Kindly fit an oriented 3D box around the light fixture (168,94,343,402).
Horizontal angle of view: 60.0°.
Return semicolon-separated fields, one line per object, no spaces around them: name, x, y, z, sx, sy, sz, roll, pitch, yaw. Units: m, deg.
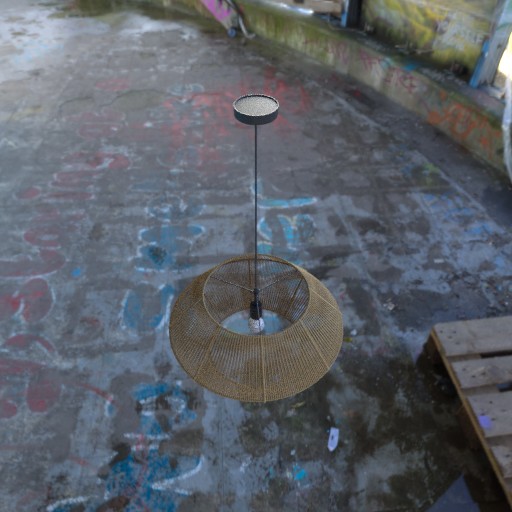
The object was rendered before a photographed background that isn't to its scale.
light fixture;0.000;0.000;1.397;0.643;1.009;0.643;0;45;0
